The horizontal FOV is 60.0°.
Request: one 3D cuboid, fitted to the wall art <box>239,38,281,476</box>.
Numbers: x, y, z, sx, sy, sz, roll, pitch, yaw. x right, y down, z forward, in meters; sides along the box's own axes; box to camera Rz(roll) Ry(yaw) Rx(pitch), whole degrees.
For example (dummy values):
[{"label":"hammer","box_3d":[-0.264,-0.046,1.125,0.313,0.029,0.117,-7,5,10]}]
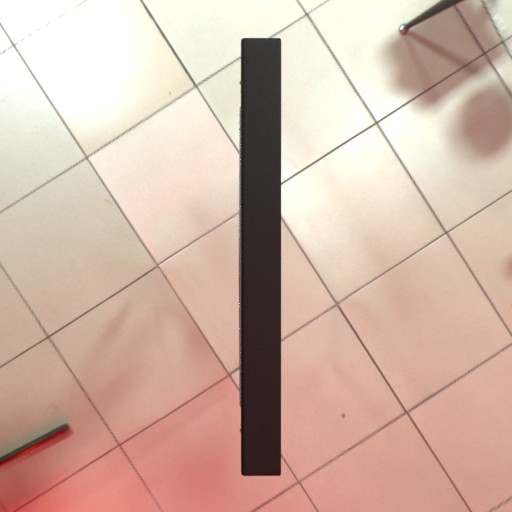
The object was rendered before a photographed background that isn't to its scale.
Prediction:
[{"label":"wall art","box_3d":[0.000,0.000,0.611,0.041,0.407,0.406,0,91,-1]}]
